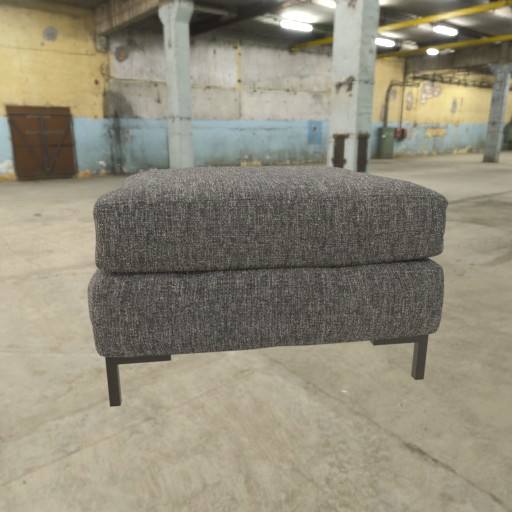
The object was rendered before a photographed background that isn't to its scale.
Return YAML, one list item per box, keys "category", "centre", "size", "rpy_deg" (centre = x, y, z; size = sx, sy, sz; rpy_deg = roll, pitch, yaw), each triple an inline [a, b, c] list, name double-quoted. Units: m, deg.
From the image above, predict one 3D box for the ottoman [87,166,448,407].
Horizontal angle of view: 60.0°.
- category: "ottoman"
  centre: [0.000, 0.000, 1.246]
  size: [0.828, 0.480, 0.683]
  rpy_deg: [-2, 15, -9]
